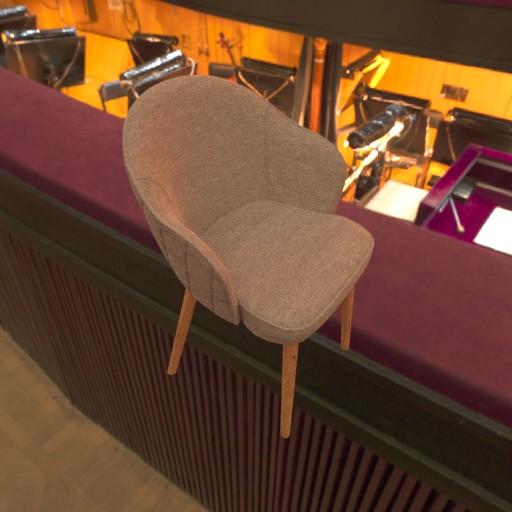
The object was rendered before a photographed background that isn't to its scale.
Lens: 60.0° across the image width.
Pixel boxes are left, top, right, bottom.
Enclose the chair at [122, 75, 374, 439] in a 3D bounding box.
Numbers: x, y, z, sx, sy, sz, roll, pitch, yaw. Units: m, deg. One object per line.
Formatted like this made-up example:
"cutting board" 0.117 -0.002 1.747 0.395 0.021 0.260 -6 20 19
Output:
"chair" 0.000 0.000 1.159 0.530 0.800 0.540 24 45 26
